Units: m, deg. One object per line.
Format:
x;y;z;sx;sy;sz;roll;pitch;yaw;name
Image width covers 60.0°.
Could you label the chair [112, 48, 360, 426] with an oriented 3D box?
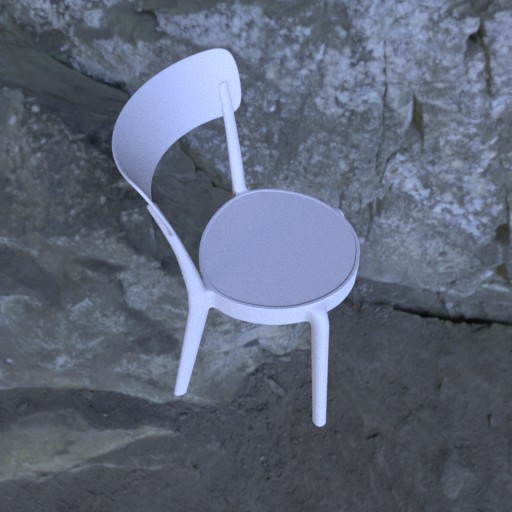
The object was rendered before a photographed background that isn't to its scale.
0.000;0.000;1.097;0.491;0.790;0.506;10;49;9;chair
